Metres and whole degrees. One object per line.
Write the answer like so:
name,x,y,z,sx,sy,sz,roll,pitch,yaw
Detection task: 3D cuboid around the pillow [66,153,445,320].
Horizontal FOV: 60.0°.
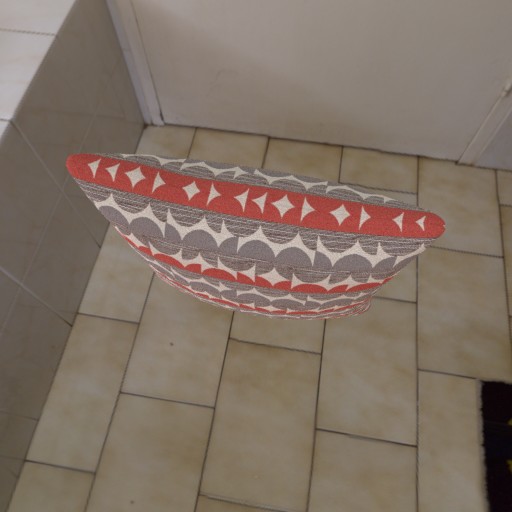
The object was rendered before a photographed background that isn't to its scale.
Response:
pillow,0.000,0.000,0.658,0.420,0.410,0.180,11,64,5
